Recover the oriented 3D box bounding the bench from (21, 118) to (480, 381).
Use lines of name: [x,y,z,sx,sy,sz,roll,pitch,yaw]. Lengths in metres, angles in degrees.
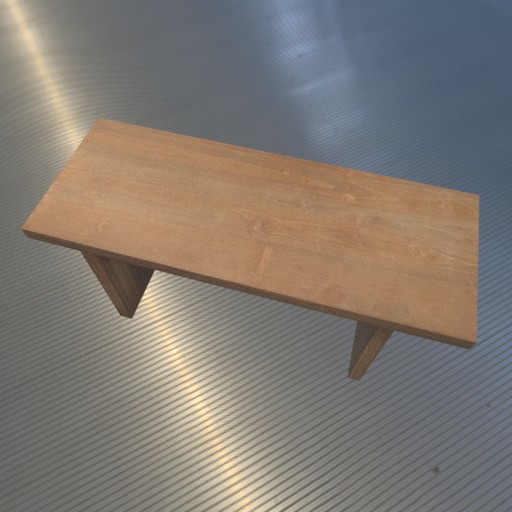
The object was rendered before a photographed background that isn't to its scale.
bench: [0.000,0.000,1.414,1.183,0.458,0.458,13,59,8]
